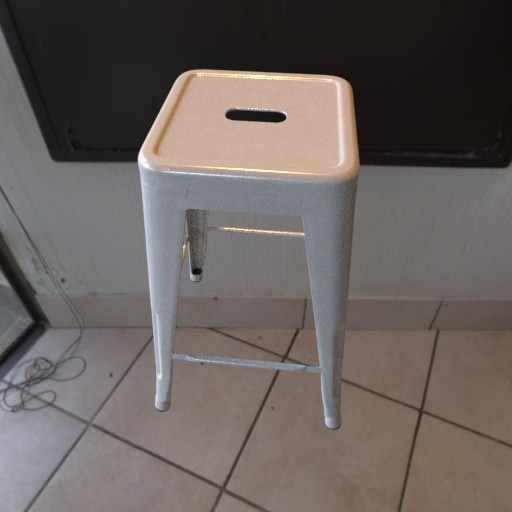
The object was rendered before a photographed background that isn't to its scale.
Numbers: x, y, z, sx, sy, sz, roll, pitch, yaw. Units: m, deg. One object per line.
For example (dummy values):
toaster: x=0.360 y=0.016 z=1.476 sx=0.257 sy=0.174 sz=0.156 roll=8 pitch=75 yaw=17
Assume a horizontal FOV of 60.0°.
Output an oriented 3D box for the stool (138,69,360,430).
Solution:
stool: x=0.000 y=0.000 z=0.874 sx=0.406 sy=0.610 sz=0.406 roll=4 pitch=46 yaw=4
